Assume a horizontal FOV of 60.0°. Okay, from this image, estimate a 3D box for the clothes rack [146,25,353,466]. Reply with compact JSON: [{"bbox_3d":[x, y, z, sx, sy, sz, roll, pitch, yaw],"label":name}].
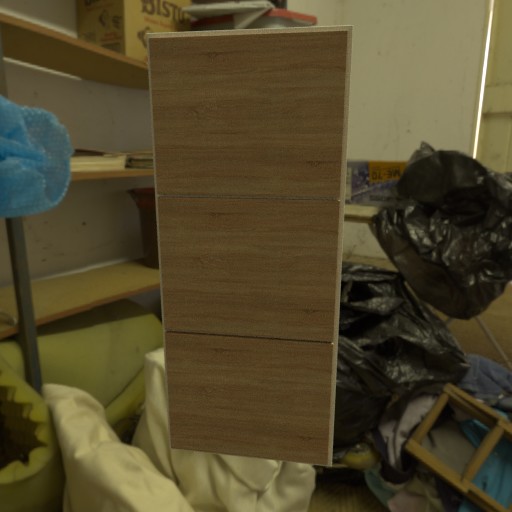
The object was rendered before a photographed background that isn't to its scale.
[{"bbox_3d":[0.000,0.000,1.344,0.500,1.187,0.331,2,14,9],"label":"clothes rack"}]
